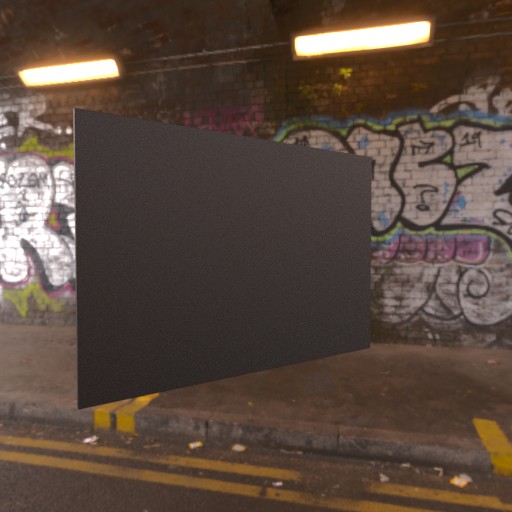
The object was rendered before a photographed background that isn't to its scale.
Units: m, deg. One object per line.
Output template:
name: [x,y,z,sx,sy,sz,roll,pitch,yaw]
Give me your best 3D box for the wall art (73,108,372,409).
wall art: [0.000,0.000,1.538,1.192,0.811,0.013,-1,2,-36]
